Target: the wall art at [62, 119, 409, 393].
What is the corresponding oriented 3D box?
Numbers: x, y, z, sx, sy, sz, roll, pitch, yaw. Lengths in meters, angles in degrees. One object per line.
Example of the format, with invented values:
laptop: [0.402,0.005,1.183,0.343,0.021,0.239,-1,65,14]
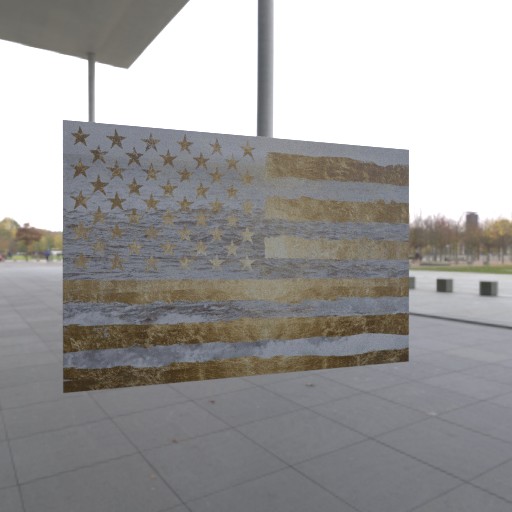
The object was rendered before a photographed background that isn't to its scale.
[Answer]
wall art: [0.000,0.000,1.431,1.145,0.762,0.041,0,0,-18]
